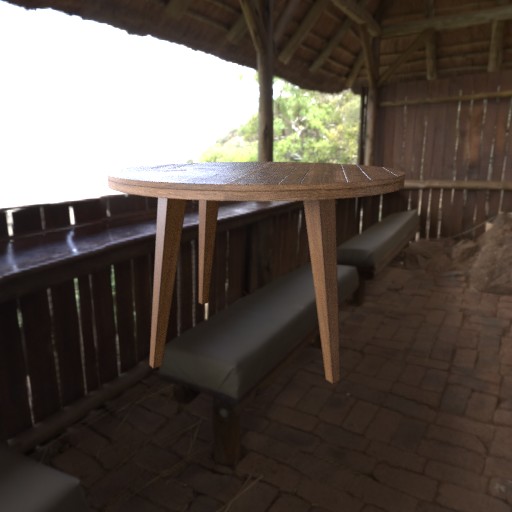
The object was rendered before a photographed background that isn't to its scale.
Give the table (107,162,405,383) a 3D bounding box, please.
[{"bbox_3d":[0.000,0.000,1.992,1.213,0.764,1.213,0,15,0],"label":"table"}]
